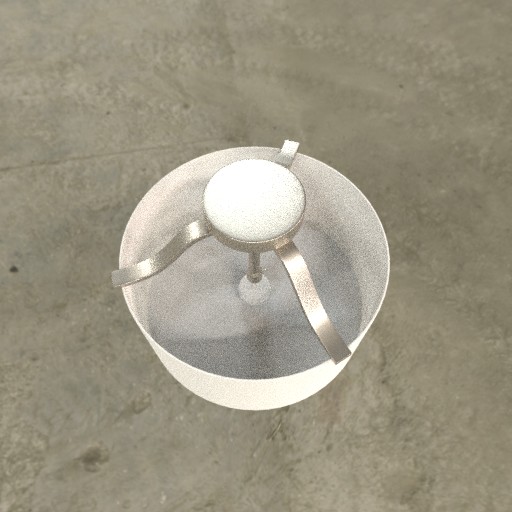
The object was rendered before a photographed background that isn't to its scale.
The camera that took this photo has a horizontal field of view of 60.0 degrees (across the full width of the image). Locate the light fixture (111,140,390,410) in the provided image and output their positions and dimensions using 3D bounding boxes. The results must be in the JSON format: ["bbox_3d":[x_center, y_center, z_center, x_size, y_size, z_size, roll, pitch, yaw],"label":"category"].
[{"bbox_3d":[0.000,0.000,0.667,0.395,0.304,0.395,0,60,0],"label":"light fixture"}]
